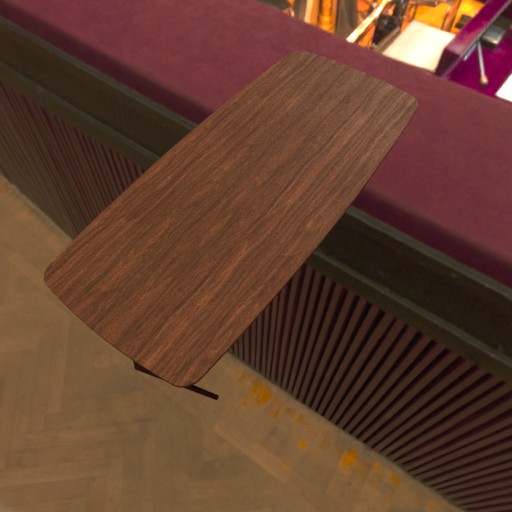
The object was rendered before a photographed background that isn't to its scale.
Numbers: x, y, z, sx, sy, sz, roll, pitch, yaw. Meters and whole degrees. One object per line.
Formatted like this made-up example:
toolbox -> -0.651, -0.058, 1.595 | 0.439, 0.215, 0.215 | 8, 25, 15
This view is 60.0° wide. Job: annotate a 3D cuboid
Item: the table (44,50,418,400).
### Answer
table -> 0.000, 0.000, 1.092 | 0.361, 0.576, 0.804 | 32, 63, 18
